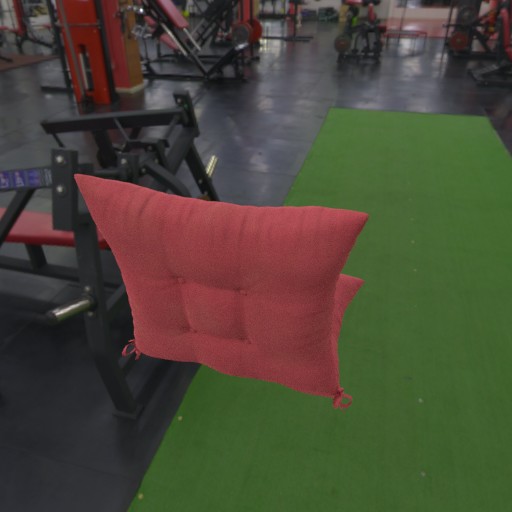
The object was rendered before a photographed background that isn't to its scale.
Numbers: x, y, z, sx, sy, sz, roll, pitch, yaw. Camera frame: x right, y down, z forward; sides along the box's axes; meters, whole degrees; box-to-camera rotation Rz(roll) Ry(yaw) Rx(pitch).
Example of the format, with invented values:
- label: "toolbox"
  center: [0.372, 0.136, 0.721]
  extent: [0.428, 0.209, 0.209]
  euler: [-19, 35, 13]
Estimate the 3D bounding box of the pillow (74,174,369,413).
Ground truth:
- label: "pillow"
  center: [0.000, 0.000, 1.043]
  extent: [0.541, 0.536, 0.585]
  euler: [10, 34, 15]
